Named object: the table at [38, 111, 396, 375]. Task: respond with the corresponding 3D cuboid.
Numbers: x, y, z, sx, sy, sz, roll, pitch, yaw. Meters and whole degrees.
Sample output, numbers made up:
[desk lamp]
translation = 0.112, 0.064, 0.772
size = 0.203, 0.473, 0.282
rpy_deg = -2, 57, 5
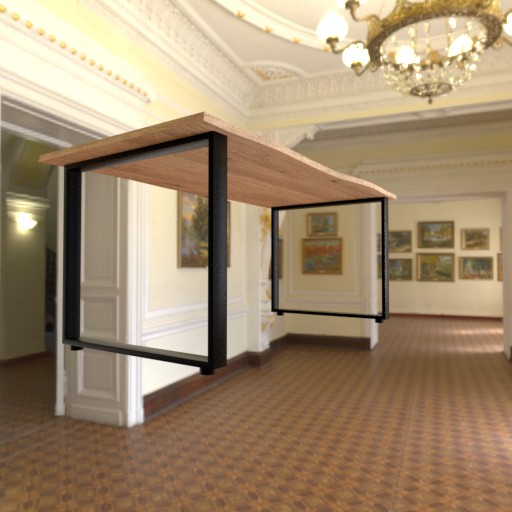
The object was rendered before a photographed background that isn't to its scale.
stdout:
[table]
translation = 0.000, 0.000, 2.245
size = 0.900, 0.780, 1.800
rpy_deg = -1, -2, 35
